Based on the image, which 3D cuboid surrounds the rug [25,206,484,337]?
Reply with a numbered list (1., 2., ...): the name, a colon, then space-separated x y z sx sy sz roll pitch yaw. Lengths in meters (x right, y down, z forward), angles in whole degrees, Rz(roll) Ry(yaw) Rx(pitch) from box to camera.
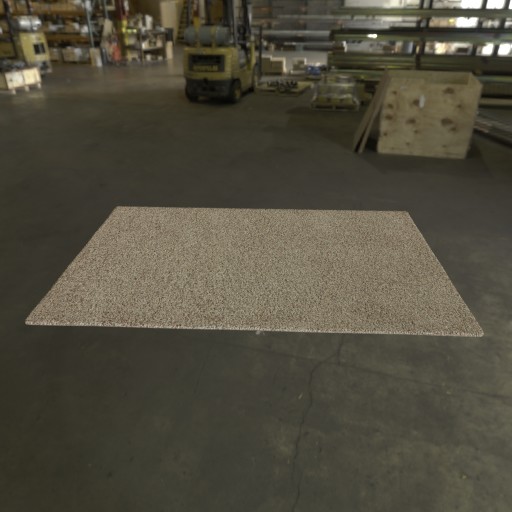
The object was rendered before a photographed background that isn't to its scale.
1. rug: 0.000 0.000 3.404 2.743 0.030 1.778 1 29 2
